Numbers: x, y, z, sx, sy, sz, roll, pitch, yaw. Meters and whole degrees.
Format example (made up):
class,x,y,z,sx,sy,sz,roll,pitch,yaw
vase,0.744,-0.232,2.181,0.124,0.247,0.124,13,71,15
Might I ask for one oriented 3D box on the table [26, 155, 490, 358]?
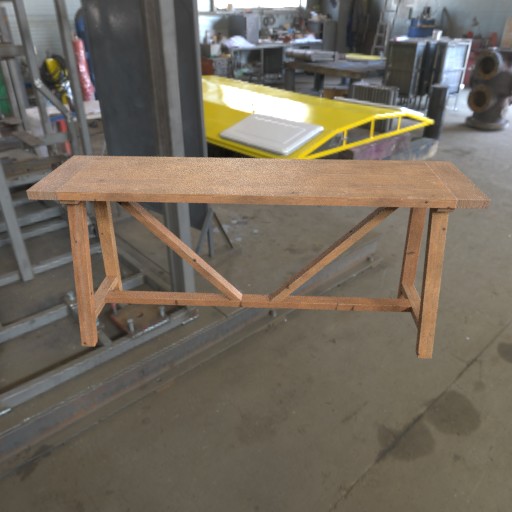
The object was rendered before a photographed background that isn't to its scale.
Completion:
class,x,y,z,sx,sy,sz,roll,pitch,yaw
table,0.000,0.000,2.119,1.800,0.810,0.465,1,30,3
